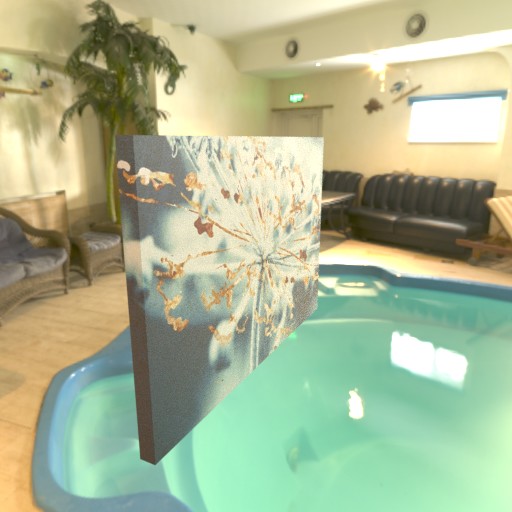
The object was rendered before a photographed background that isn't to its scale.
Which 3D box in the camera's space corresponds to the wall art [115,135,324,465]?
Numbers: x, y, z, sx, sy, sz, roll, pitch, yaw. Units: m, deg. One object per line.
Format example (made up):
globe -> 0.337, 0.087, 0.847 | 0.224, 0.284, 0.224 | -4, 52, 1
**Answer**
wall art -> 0.000, 0.000, 1.168 | 0.038, 0.608, 0.912 | 7, 17, 26
